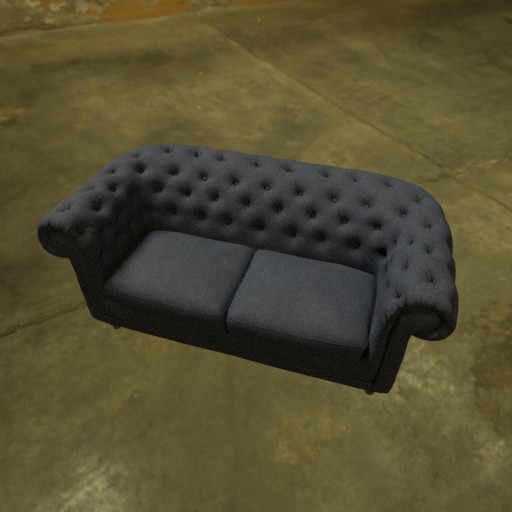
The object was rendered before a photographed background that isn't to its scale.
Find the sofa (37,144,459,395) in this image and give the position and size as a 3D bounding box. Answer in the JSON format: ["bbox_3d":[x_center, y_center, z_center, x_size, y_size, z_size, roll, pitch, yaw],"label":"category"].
[{"bbox_3d":[0.000,0.000,2.516,1.988,0.833,1.082,11,42,13],"label":"sofa"}]
